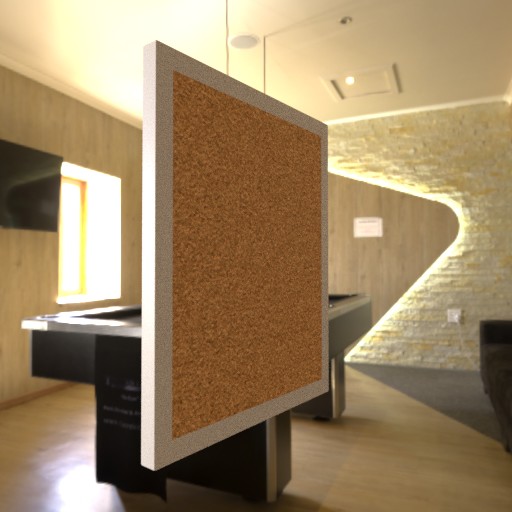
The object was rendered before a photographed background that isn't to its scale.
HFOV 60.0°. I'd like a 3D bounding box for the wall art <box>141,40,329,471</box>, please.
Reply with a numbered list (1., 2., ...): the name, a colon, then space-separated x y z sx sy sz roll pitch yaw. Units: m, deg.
1. wall art: 0.000 0.000 0.756 0.028 0.556 0.454 -1 -1 38
